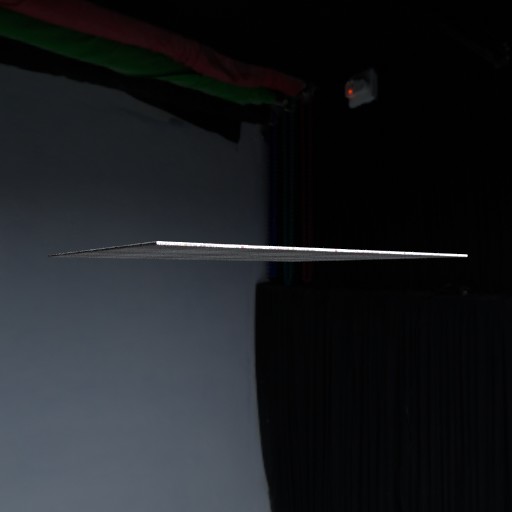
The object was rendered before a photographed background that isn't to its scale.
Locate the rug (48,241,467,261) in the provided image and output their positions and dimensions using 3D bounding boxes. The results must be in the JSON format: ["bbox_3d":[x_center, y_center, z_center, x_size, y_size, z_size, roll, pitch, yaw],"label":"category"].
[{"bbox_3d":[0.000,0.000,3.975,2.959,0.016,2.317,1,-2,-37],"label":"rug"}]
